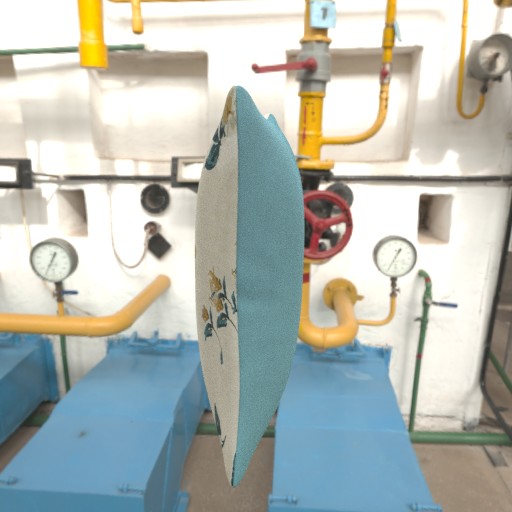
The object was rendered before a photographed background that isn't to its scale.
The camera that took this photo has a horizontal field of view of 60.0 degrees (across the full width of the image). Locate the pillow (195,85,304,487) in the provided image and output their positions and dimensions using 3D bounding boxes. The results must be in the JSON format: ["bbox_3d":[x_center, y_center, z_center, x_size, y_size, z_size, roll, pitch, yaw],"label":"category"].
[{"bbox_3d":[0.000,0.000,0.779,0.166,0.507,0.526,1,15,5],"label":"pillow"}]
